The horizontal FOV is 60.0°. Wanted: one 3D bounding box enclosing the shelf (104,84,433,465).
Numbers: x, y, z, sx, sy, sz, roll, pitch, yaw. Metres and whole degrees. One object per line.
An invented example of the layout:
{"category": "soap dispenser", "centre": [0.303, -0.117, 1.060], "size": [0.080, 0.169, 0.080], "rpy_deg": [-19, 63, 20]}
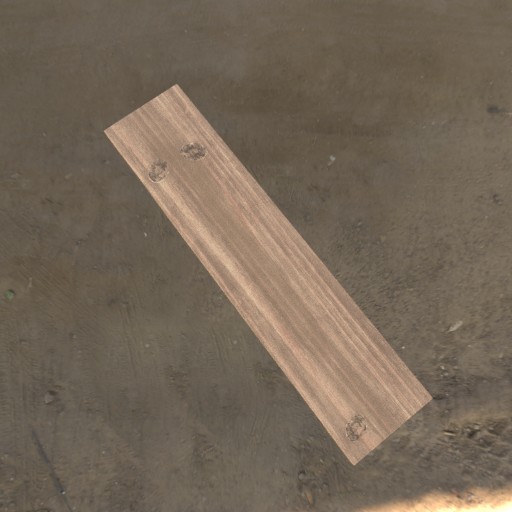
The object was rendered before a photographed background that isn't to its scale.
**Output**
{"category": "shelf", "centre": [0.000, 0.000, 0.658], "size": [0.140, 0.020, 0.610], "rpy_deg": [-36, 79, -8]}
